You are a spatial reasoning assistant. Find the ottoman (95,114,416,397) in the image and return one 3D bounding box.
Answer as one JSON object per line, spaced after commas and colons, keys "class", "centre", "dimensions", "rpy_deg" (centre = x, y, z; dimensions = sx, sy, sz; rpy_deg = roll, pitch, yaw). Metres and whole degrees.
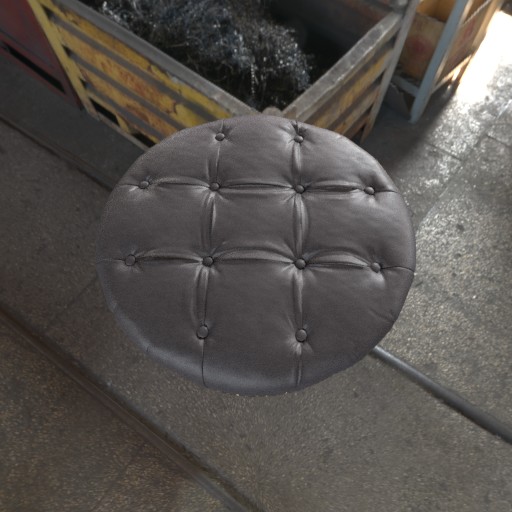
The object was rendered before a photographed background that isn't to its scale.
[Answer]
{"class": "ottoman", "centre": [0.000, 0.000, 1.395], "dimensions": [0.901, 0.439, 0.901], "rpy_deg": [0, 63, 0]}
